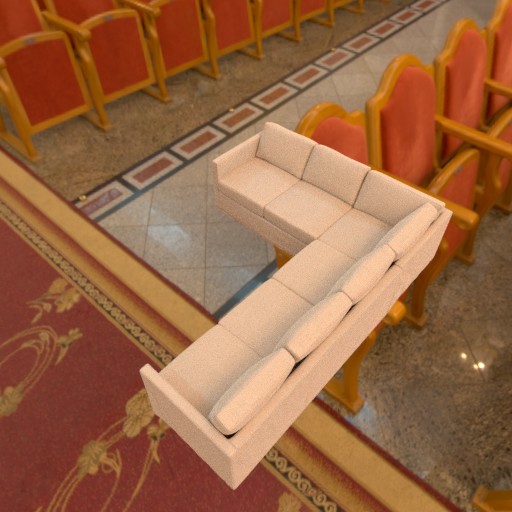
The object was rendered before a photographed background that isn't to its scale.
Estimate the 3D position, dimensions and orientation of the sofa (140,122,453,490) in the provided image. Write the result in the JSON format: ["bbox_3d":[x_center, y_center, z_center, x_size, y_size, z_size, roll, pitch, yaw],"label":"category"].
[{"bbox_3d":[0.000,0.000,4.307,2.432,0.871,3.182,33,55,28],"label":"sofa"}]
